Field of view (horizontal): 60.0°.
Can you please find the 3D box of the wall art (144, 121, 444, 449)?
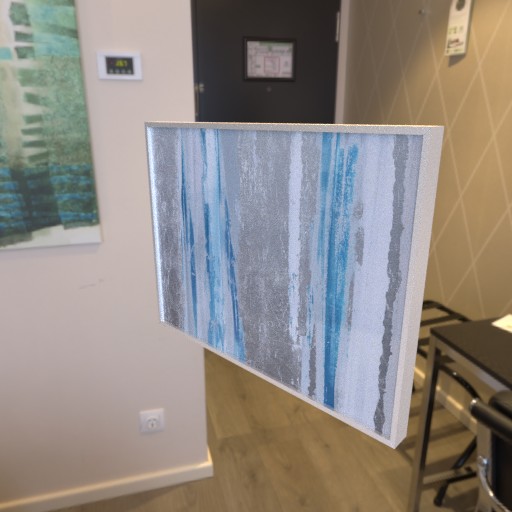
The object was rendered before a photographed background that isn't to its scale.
[{"bbox_3d":[0.000,0.000,1.398,1.056,0.801,0.066,16,24,41],"label":"wall art"}]
